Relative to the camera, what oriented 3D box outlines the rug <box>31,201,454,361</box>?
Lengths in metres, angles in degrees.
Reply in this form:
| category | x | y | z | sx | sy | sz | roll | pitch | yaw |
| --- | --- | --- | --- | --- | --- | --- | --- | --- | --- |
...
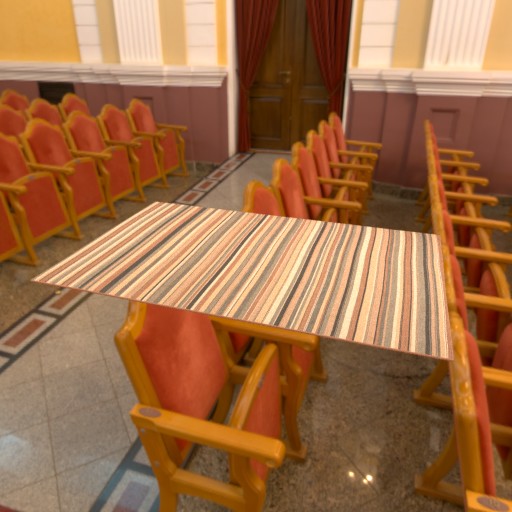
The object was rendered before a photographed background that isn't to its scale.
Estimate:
| category | x | y | z | sx | sy | sz | roll | pitch | yaw |
| --- | --- | --- | --- | --- | --- | --- | --- | --- | --- |
| rug | 0.000 | 0.000 | 3.050 | 2.438 | 0.014 | 1.523 | 8 | 28 | 16 |
